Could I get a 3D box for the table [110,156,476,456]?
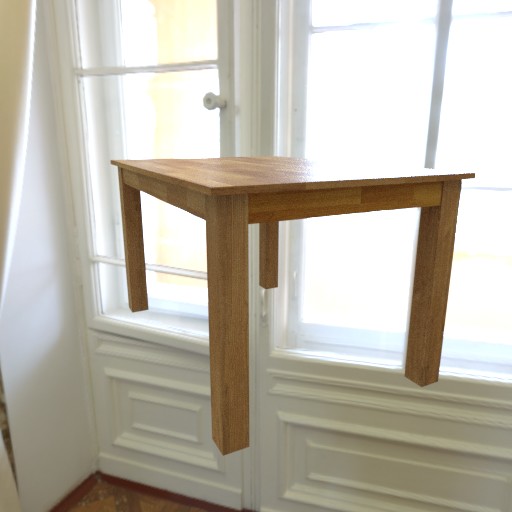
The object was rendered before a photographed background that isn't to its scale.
[{"bbox_3d":[0.000,0.000,1.862,0.900,0.750,1.300,-8,17,-26],"label":"table"}]
